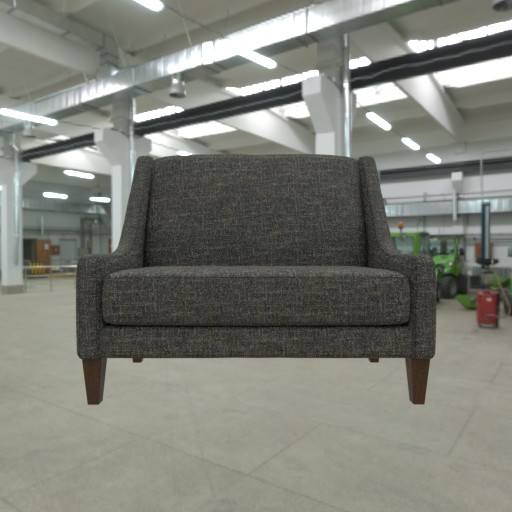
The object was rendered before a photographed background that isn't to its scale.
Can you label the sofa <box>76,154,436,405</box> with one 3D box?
[{"bbox_3d":[0.000,0.000,1.904,1.242,1.021,0.870,0,1,0],"label":"sofa"}]
